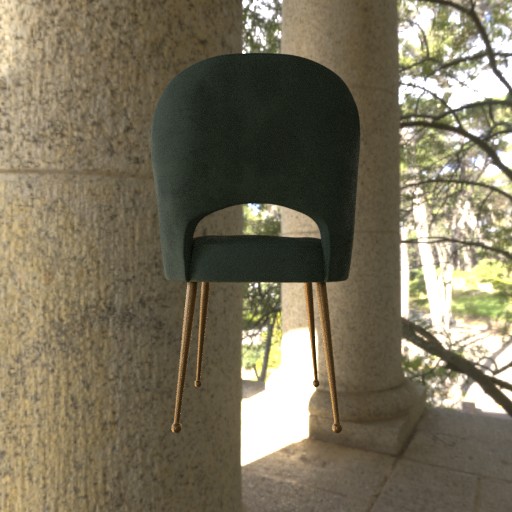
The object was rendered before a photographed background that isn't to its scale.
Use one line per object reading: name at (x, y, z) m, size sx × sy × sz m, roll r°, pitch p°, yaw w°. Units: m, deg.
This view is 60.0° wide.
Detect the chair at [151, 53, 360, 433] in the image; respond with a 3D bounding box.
chair at (0.000, 0.000, 1.224) m, size 0.527 × 0.860 × 0.577 m, roll 0°, pitch -1°, yaw 0°
